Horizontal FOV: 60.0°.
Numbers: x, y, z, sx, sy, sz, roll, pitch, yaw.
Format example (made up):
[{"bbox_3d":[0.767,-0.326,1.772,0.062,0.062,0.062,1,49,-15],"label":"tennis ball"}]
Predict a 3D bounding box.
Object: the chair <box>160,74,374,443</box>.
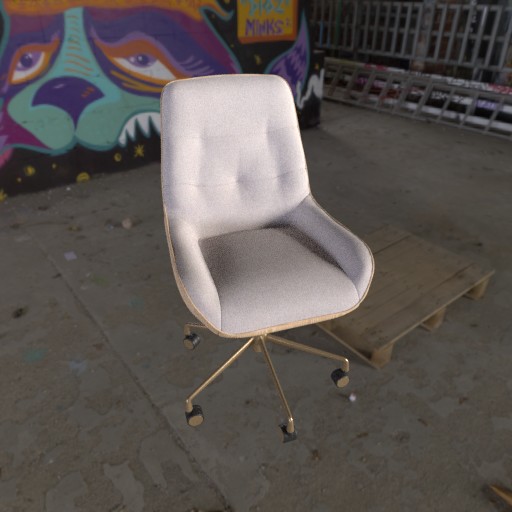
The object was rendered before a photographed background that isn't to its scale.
[{"bbox_3d":[0.000,0.000,1.359,0.564,0.952,0.668,-10,32,-16],"label":"chair"}]
